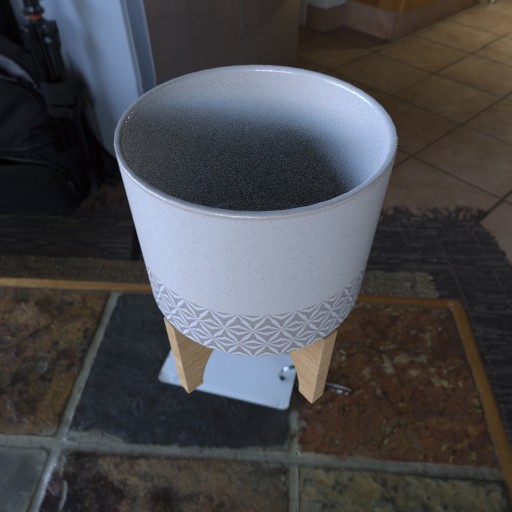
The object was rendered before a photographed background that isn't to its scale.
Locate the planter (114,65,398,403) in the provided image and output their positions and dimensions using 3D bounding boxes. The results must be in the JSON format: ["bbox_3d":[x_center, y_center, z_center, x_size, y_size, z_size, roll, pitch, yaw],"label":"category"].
[{"bbox_3d":[0.000,0.000,0.520,0.249,0.343,0.249,0,46,0],"label":"planter"}]
